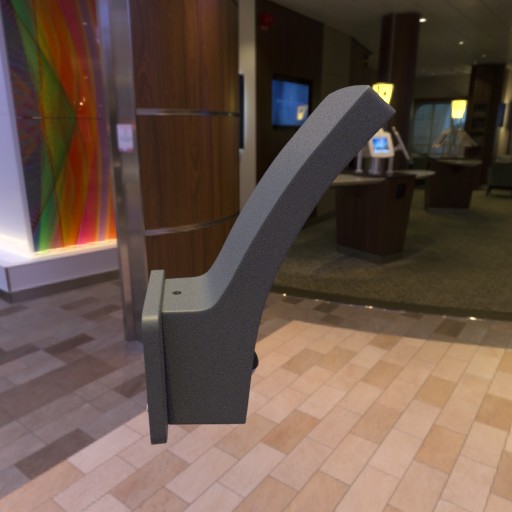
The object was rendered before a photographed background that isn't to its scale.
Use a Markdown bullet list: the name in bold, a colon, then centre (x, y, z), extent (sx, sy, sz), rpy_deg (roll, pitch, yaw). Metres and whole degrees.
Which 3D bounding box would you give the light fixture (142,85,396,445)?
- **light fixture**: centre (0.000, 0.000, 0.338), extent (0.174, 0.243, 0.108), rpy_deg (-3, 16, -9)
